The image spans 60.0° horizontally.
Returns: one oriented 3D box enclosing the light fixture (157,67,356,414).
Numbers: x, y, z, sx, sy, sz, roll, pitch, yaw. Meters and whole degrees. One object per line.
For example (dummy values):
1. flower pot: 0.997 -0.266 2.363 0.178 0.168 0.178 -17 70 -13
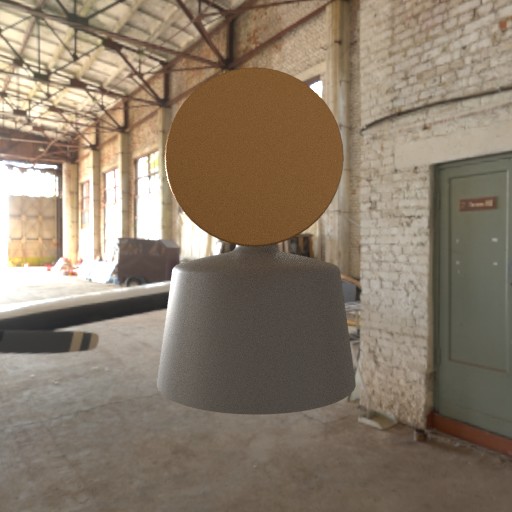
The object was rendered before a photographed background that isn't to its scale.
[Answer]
1. light fixture: 0.000 0.000 0.437 0.204 0.268 0.254 0 1 1
